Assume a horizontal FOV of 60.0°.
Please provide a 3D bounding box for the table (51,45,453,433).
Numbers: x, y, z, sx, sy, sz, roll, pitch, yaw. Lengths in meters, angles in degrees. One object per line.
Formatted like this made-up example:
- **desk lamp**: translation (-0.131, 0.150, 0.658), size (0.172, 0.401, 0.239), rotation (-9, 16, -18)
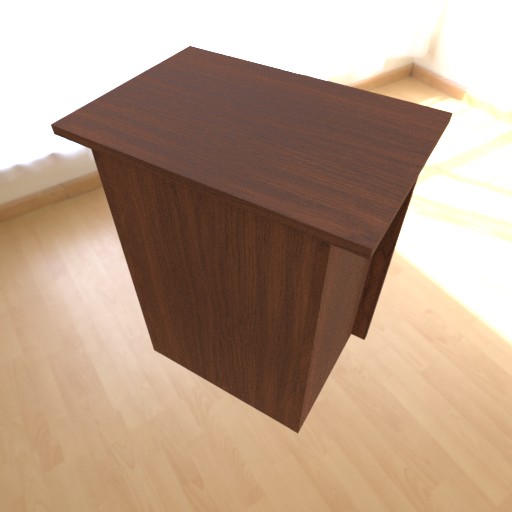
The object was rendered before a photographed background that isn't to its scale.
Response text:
- **table**: translation (0.000, 0.000, 1.044), size (0.589, 0.711, 0.406), rotation (24, 51, 21)
